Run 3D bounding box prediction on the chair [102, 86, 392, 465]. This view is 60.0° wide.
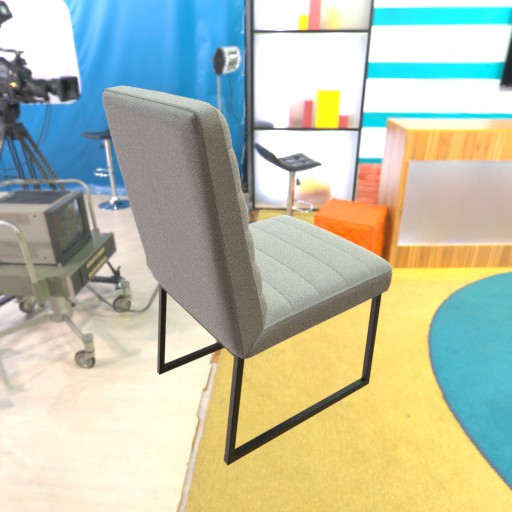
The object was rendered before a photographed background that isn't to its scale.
[{"bbox_3d":[0.000,0.000,1.294,0.634,0.930,0.520,-17,30,-31],"label":"chair"}]
